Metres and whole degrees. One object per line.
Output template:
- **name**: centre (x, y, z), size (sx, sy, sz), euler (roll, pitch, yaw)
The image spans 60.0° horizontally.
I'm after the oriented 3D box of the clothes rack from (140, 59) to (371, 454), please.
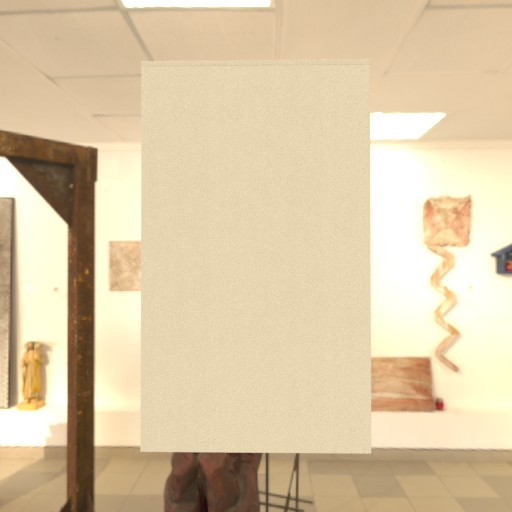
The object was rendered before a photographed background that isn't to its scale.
- **clothes rack**: centre (0.000, 0.000, 1.569), size (0.750, 1.280, 0.250), euler (0, 0, 1)
